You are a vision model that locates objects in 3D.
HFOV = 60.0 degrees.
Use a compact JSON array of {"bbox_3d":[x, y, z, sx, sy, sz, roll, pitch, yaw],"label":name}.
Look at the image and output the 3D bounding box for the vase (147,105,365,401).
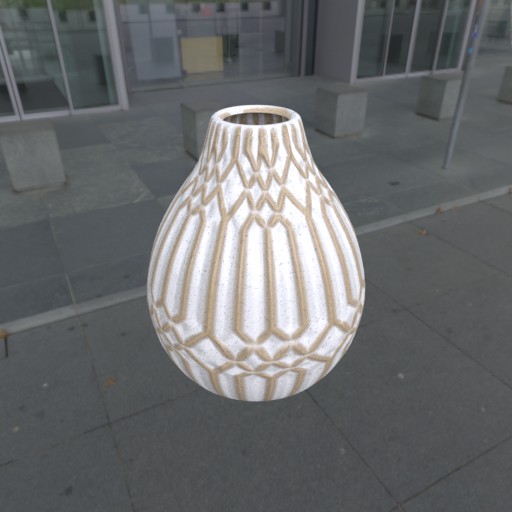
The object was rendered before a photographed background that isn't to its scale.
[{"bbox_3d":[0.000,0.000,0.319,0.159,0.200,0.159,0,31,0],"label":"vase"}]
